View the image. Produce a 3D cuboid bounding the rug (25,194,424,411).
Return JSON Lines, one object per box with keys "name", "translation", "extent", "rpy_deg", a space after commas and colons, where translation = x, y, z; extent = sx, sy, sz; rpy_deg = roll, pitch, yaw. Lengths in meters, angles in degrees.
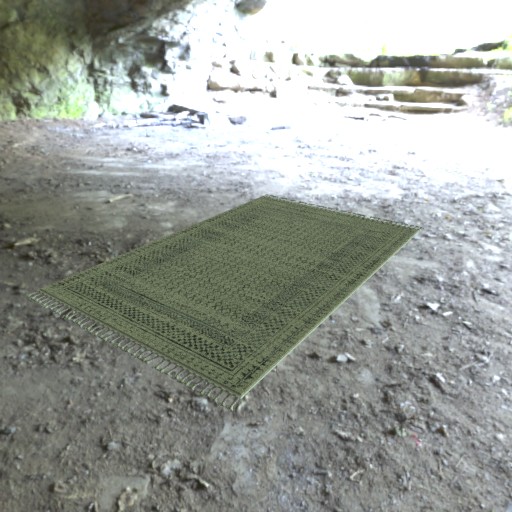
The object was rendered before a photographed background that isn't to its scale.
{"name": "rug", "translation": [0.000, 0.000, 3.057], "extent": [1.548, 0.013, 2.486], "rpy_deg": [17, 30, 32]}
